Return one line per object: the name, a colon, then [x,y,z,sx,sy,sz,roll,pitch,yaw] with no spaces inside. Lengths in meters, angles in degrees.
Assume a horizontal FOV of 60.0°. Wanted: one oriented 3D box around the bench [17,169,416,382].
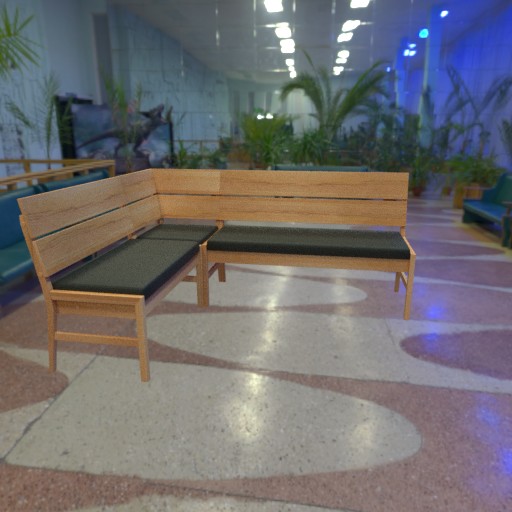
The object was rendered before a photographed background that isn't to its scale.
bench: [0.000,0.000,2.714,1.948,0.890,1.548,3,16,9]
